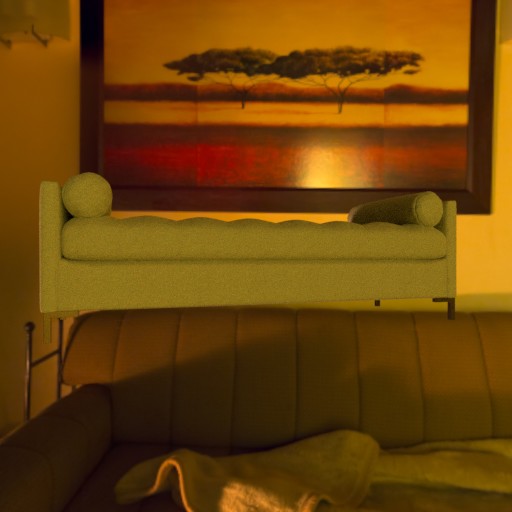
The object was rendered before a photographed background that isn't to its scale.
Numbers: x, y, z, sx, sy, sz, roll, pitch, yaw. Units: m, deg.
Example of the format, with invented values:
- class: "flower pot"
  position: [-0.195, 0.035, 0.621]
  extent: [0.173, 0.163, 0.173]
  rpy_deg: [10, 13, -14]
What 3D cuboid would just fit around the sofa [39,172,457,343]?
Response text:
- class: "sofa"
  position: [0.000, 0.000, 2.456]
  extent: [2.102, 0.705, 0.796]
  rpy_deg: [0, 0, -19]
